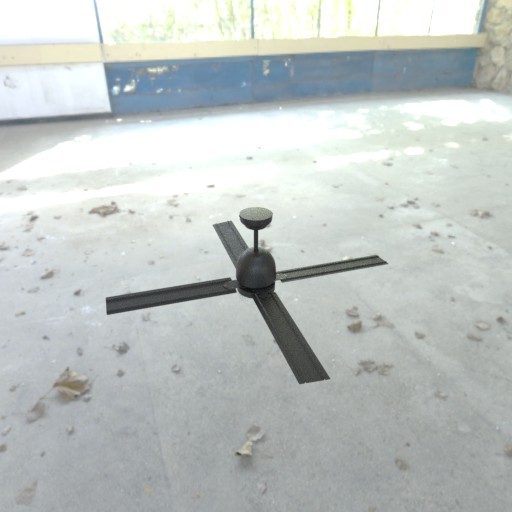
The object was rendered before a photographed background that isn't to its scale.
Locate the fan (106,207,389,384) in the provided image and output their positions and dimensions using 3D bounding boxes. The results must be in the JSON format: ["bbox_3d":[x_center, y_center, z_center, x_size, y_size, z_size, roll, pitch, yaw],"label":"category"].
[{"bbox_3d":[0.000,0.000,1.967,1.319,0.410,1.319,-10,31,-17],"label":"fan"}]
